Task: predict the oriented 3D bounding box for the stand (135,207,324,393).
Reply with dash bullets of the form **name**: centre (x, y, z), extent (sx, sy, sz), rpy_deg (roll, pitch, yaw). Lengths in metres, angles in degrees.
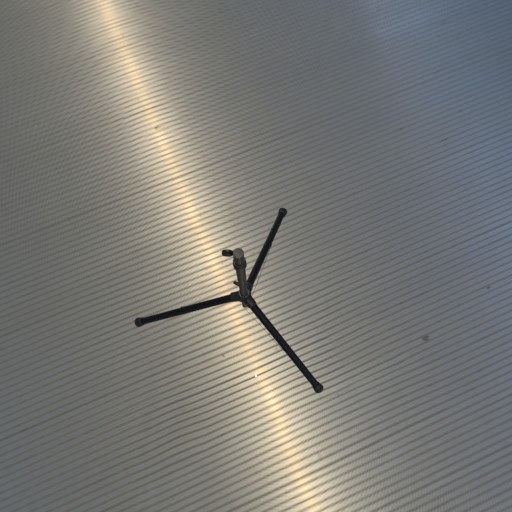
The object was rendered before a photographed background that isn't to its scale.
- **stand**: centre (0.000, 0.000, 1.887), extent (1.045, 1.136, 0.907), rpy_deg (21, 76, 5)
